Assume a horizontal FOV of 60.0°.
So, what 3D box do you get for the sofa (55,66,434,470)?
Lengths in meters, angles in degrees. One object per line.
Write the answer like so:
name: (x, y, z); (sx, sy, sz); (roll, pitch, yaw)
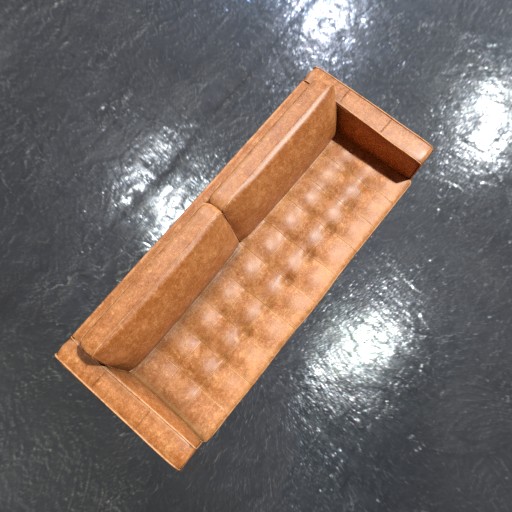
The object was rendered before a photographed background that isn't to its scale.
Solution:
sofa: (0.000, 0.000, 2.542); (0.886, 0.779, 2.199); (39, 79, 9)
